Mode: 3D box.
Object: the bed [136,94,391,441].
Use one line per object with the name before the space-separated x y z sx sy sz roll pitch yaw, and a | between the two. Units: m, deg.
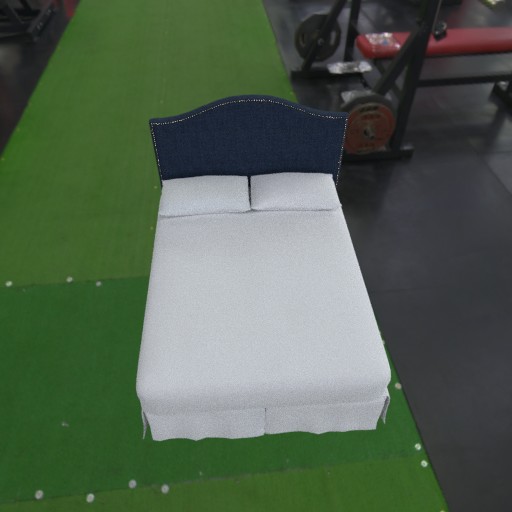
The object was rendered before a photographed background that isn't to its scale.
bed | 0.000 0.000 3.333 1.725 1.518 2.153 -3 46 -3
